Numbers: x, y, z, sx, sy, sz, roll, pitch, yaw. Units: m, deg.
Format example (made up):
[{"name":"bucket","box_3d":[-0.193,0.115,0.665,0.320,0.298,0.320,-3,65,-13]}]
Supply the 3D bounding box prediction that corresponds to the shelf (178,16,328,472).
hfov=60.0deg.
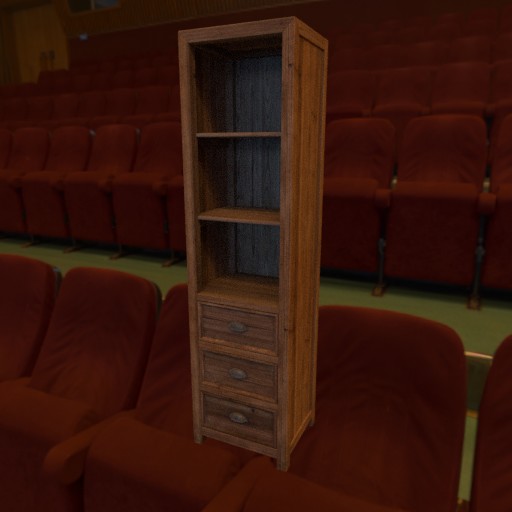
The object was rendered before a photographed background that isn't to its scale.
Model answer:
[{"name":"shelf","box_3d":[0.000,0.000,2.088,0.500,1.900,0.428,7,16,24]}]
